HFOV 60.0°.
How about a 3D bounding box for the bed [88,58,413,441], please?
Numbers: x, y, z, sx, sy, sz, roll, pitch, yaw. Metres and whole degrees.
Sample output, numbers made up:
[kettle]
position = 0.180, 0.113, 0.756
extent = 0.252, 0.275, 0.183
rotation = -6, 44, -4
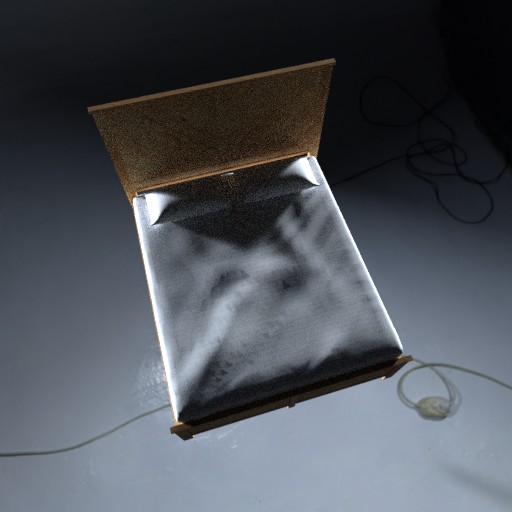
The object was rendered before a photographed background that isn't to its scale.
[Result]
[bed]
position = 0.000, 0.000, 3.628
extent = 1.936, 1.686, 2.201
rotation = -14, 62, -8
